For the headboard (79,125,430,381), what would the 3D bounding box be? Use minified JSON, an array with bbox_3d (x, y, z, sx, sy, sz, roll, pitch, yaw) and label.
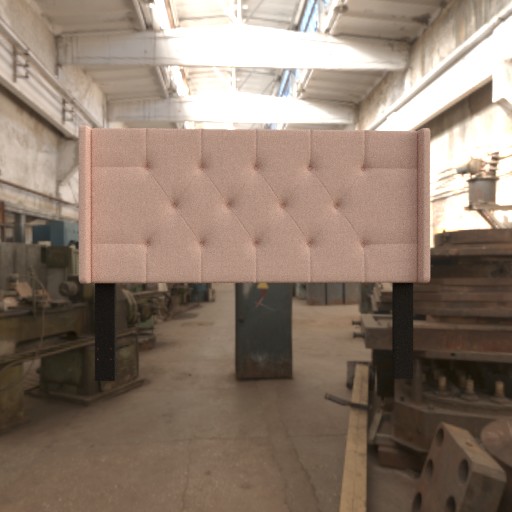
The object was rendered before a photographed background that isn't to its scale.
[{"bbox_3d":[0.000,0.000,2.670,2.051,1.524,0.184,0,0,-2],"label":"headboard"}]
